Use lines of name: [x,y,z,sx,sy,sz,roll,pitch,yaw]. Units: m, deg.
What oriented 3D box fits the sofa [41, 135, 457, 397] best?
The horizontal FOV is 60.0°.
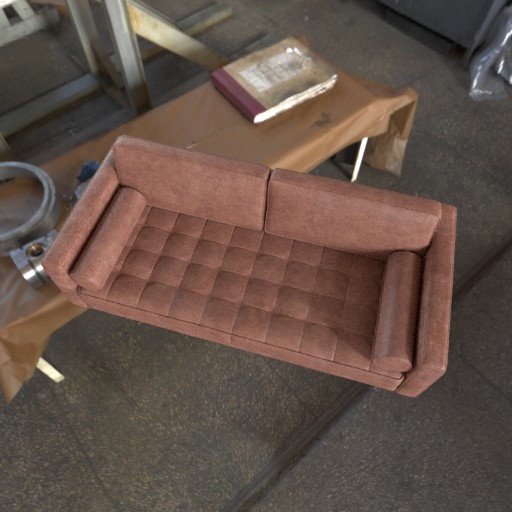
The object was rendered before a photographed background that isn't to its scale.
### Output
sofa: [0.000,0.000,2.292,1.870,0.760,0.910,14,59,8]
